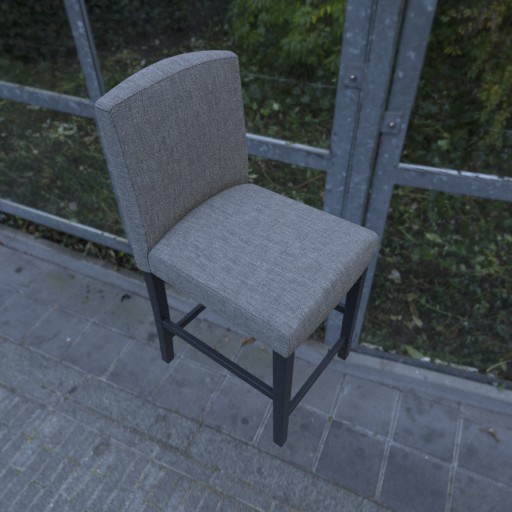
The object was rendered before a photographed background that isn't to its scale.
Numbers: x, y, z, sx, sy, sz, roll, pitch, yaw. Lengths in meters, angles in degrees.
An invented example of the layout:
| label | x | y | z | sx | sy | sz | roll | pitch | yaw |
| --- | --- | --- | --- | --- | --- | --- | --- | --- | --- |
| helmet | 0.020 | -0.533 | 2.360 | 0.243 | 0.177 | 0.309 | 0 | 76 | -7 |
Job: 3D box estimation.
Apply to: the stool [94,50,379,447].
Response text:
| label | x | y | z | sx | sy | sz | roll | pitch | yaw |
| --- | --- | --- | --- | --- | --- | --- | --- | --- | --- |
| stool | 0.000 | 0.000 | 1.246 | 0.552 | 0.966 | 0.451 | 27 | 48 | 27 |
